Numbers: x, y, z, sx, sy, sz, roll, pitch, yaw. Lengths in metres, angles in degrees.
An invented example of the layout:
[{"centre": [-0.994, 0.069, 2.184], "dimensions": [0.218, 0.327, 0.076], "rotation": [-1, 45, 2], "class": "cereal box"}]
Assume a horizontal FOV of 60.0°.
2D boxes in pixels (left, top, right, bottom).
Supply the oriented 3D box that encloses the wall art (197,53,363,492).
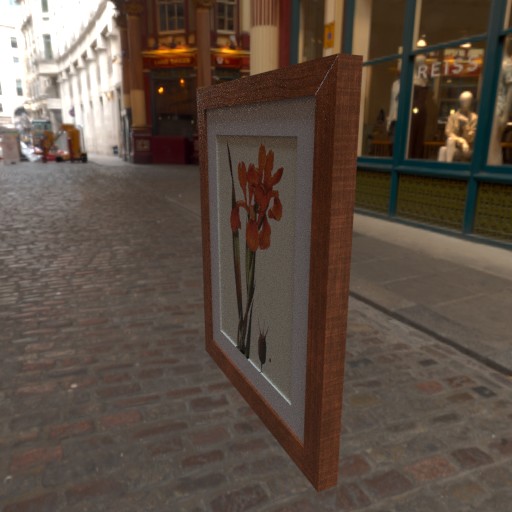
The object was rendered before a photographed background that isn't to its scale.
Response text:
[{"centre": [0.000, 0.000, 0.754], "dimensions": [0.033, 0.567, 0.467], "rotation": [-7, 17, -25], "class": "wall art"}]
